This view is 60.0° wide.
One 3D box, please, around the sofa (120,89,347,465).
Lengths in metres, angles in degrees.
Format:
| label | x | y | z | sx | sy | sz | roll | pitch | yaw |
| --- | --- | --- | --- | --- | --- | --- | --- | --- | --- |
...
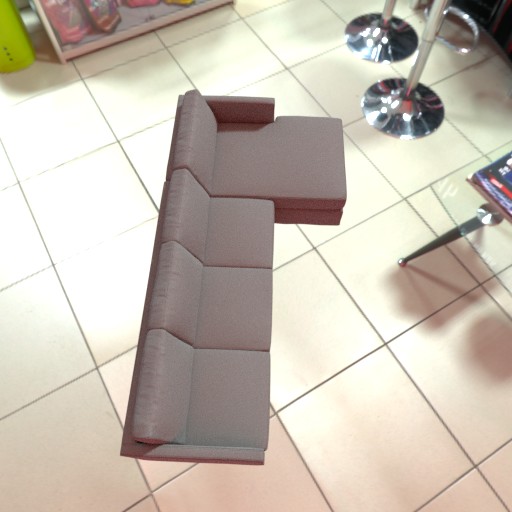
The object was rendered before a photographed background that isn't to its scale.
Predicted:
| label | x | y | z | sx | sy | sz | roll | pitch | yaw |
| --- | --- | --- | --- | --- | --- | --- | --- | --- | --- |
| sofa | 0.000 | 0.000 | 3.735 | 1.622 | 0.867 | 3.177 | 2 | 63 | 1 |
